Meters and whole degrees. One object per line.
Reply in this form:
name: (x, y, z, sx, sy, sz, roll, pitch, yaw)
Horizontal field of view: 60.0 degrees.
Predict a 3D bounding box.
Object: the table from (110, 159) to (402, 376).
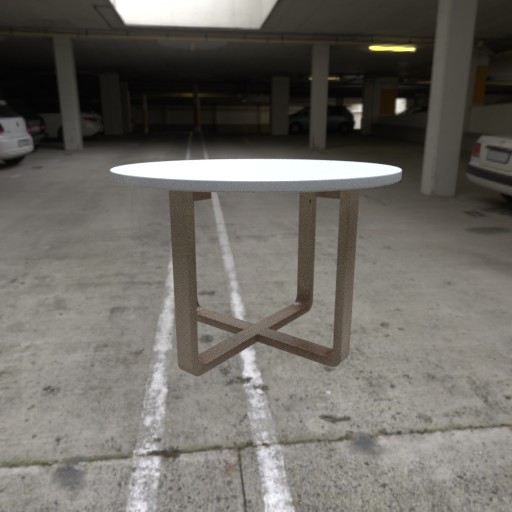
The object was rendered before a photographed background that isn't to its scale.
table: (0.000, 0.000, 1.007, 0.600, 0.400, 0.600, 0, 15, 0)
